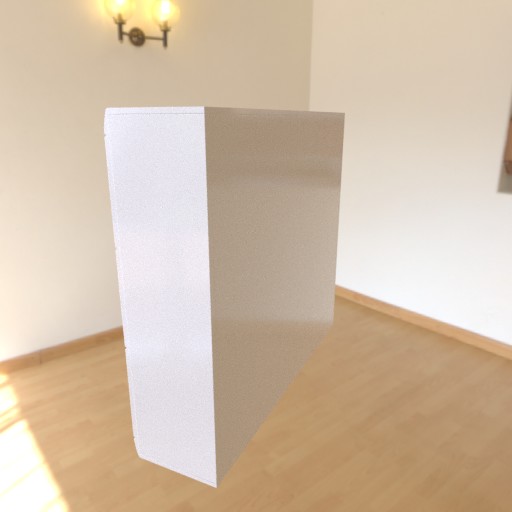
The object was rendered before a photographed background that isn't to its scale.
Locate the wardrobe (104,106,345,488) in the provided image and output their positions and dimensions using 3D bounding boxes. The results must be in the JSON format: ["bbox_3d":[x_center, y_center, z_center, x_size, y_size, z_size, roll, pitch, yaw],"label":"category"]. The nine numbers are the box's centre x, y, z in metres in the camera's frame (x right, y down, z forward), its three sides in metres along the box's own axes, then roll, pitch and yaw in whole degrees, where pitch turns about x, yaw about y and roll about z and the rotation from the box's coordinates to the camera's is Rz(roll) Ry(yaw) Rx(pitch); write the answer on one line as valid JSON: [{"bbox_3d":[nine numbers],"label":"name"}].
[{"bbox_3d":[0.000,0.000,1.930,0.360,1.200,1.340,8,19,24],"label":"wardrobe"}]
